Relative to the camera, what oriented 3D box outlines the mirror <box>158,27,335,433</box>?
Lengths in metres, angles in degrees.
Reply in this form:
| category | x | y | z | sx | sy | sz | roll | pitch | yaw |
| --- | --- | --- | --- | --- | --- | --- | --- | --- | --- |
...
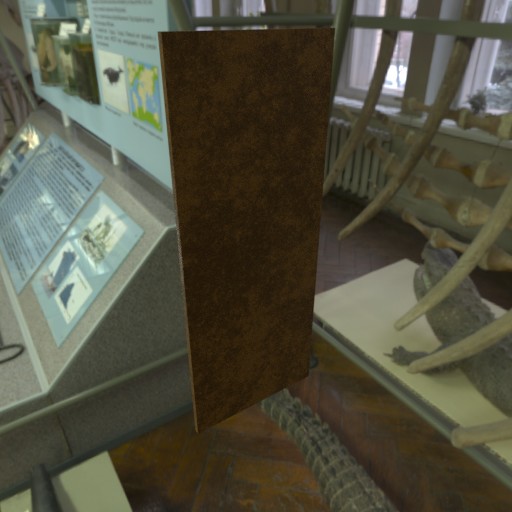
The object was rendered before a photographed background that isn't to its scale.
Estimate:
| category | x | y | z | sx | sy | sz | roll | pitch | yaw |
| --- | --- | --- | --- | --- | --- | --- | --- | --- | --- |
| mirror | 0.000 | 0.000 | 2.231 | 0.812 | 2.031 | 0.032 | -18 | 34 | -29 |
